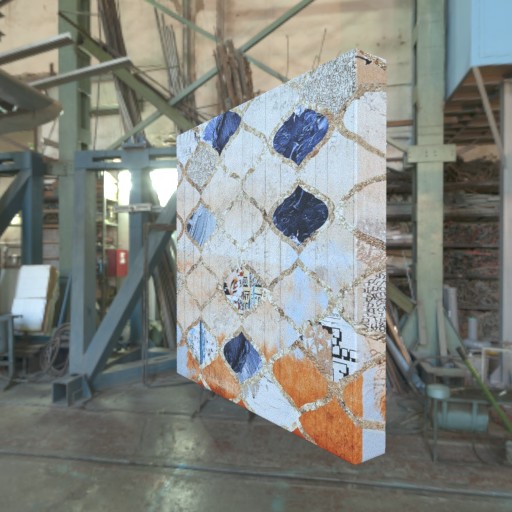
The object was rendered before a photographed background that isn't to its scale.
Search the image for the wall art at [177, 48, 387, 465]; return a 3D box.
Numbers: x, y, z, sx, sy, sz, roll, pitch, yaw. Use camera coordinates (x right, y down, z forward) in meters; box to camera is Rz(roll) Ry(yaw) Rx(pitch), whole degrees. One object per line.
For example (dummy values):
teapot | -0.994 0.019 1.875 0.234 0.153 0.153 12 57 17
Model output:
wall art | 0.000 0.000 0.455 0.036 0.304 0.303 0 1 -35
